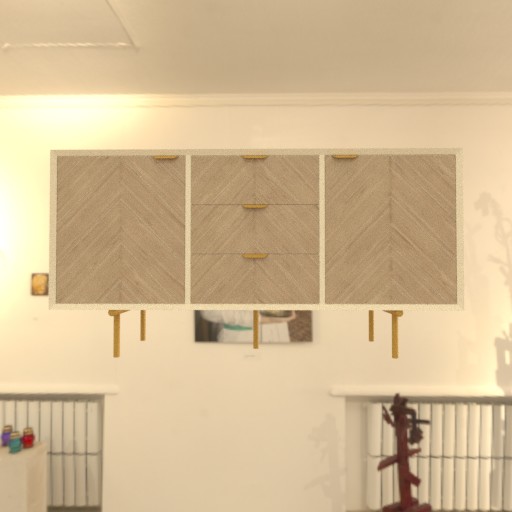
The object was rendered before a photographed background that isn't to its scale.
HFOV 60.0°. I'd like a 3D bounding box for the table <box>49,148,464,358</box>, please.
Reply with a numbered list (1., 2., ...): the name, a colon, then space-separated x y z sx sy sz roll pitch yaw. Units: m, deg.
1. table: 0.000 0.000 1.851 1.500 0.769 0.508 0 -1 1
